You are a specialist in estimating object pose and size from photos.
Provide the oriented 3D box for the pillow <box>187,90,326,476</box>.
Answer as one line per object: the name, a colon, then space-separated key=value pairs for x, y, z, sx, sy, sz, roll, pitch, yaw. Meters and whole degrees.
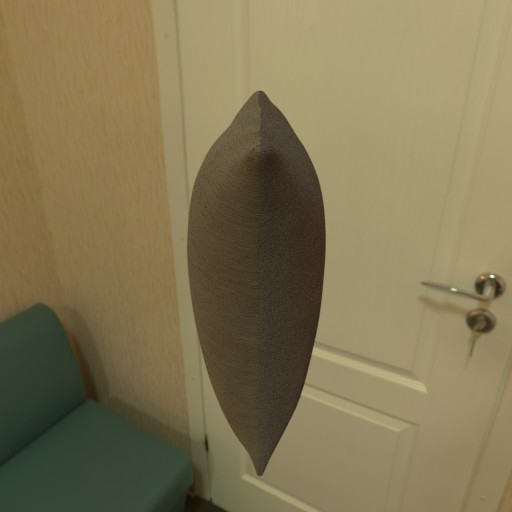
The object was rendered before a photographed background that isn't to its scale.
pillow: x=0.000 y=0.000 z=0.689 sx=0.204 sy=0.439 sz=0.452 roll=0 pitch=26 yaw=0
